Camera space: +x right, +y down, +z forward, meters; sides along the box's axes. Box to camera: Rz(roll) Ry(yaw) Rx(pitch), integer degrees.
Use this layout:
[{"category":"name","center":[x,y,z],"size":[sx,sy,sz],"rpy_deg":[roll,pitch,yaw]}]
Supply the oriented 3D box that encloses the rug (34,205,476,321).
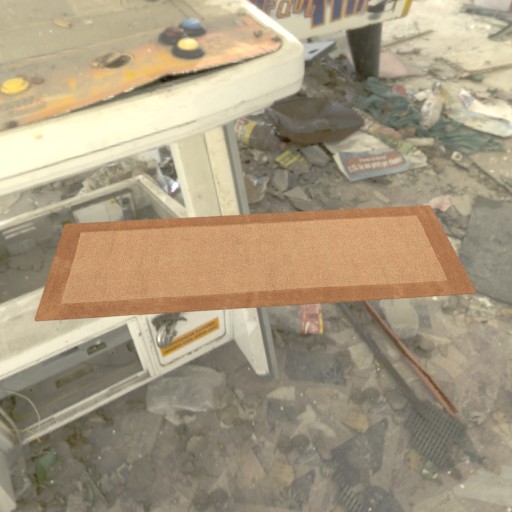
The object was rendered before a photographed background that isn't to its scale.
[{"category":"rug","center":[0.000,0.000,2.694],"size":[2.439,0.017,0.764],"rpy_deg":[-3,47,-3]}]
